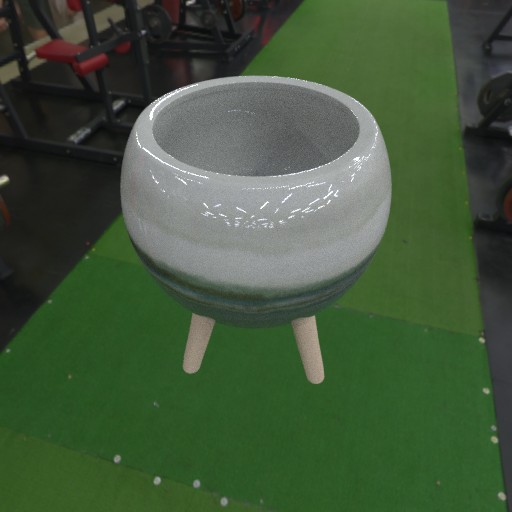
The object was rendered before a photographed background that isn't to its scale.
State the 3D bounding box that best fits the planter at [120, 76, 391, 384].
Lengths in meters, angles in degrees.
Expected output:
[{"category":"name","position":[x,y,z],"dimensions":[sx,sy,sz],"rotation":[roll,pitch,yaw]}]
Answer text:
[{"category":"planter","position":[0.000,0.000,0.427],"dimensions":[0.222,0.278,0.222],"rotation":[0,42,0]}]
